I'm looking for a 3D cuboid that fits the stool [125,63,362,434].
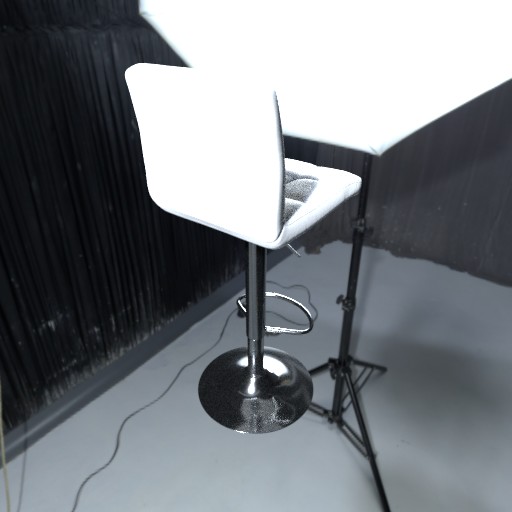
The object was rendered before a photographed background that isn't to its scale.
[{"bbox_3d":[0.000,0.000,1.363,0.430,1.115,0.505,21,36,32],"label":"stool"}]
